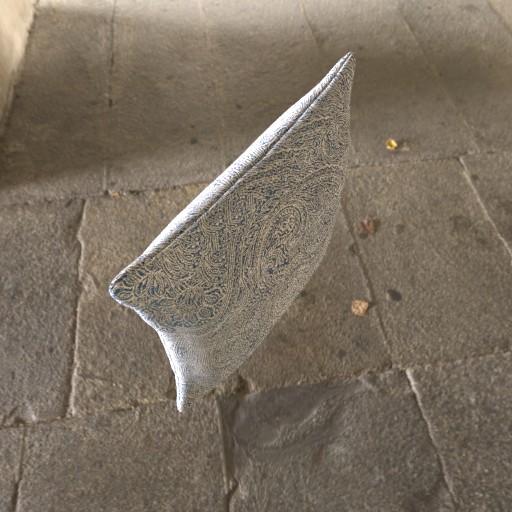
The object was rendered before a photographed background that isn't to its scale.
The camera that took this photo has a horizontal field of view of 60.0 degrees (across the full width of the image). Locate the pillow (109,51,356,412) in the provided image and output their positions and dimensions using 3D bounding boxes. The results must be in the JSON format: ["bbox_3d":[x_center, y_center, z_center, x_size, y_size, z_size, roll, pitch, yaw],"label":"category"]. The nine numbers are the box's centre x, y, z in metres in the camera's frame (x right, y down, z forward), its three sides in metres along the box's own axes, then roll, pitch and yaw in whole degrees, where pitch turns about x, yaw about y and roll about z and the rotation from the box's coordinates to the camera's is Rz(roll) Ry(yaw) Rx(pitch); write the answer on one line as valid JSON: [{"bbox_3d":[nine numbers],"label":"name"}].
[{"bbox_3d":[0.000,0.000,0.786,0.166,0.510,0.523,32,64,18],"label":"pillow"}]
